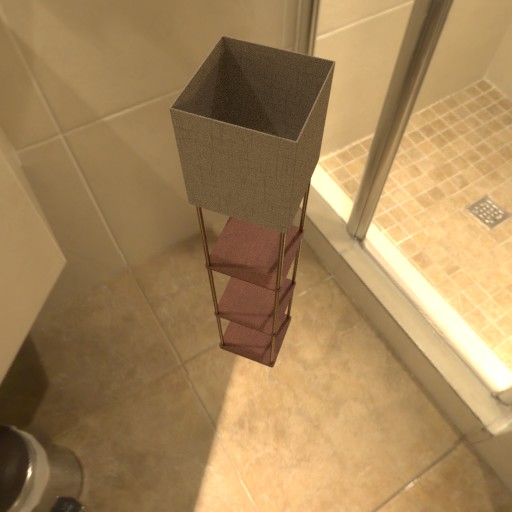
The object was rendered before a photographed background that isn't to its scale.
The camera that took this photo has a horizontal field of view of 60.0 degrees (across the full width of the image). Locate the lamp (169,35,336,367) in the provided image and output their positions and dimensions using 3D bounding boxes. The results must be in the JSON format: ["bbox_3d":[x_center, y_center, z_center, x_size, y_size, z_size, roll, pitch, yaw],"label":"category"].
[{"bbox_3d":[0.000,0.000,1.731,0.310,1.569,0.308,18,60,11],"label":"lamp"}]
